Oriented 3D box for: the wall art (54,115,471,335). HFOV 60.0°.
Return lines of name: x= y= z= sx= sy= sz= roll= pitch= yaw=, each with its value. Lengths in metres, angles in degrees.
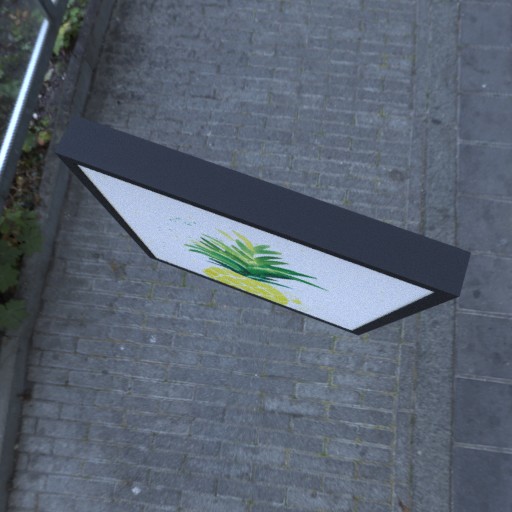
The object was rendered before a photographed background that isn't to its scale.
wall art: x=0.000 y=0.000 z=0.463 sx=0.305 sy=0.304 sz=0.033 roll=20 pitch=76 yaw=5
